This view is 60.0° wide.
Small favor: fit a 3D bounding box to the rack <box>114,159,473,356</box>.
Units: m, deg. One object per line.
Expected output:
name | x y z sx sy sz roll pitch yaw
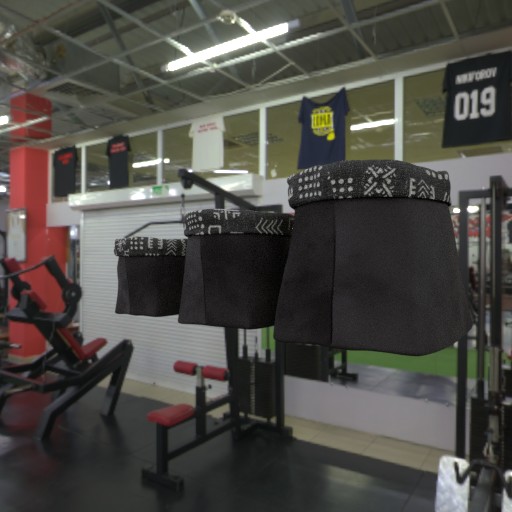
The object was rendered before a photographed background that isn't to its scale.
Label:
rack | 0.000 0.000 1.063 0.905 0.323 0.379 0 0 36
